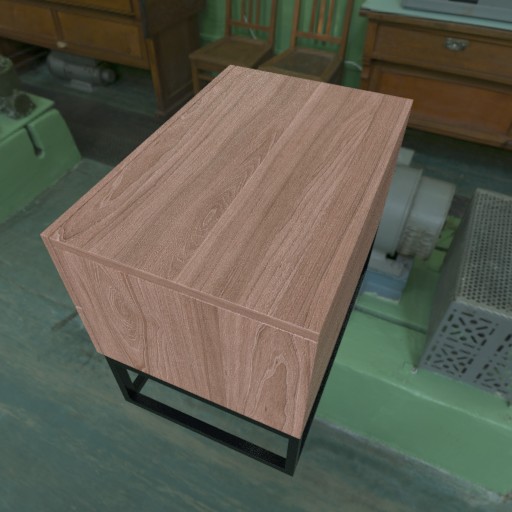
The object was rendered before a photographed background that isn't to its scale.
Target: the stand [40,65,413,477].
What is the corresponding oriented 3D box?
[{"bbox_3d":[0.000,0.000,0.929,0.420,0.500,0.600,18,49,16],"label":"stand"}]
